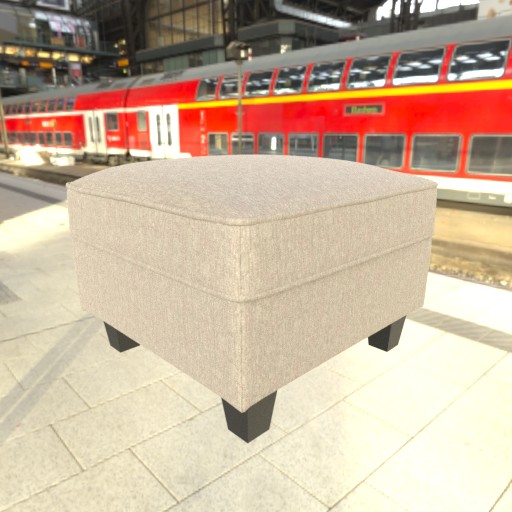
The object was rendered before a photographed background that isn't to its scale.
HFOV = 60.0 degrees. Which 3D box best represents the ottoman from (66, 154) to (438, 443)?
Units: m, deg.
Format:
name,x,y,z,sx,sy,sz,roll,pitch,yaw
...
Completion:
name,x,y,z,sx,sy,sz,roll,pitch,yaw
ottoman,0.000,0.000,1.388,0.871,0.612,0.808,-15,22,-42
